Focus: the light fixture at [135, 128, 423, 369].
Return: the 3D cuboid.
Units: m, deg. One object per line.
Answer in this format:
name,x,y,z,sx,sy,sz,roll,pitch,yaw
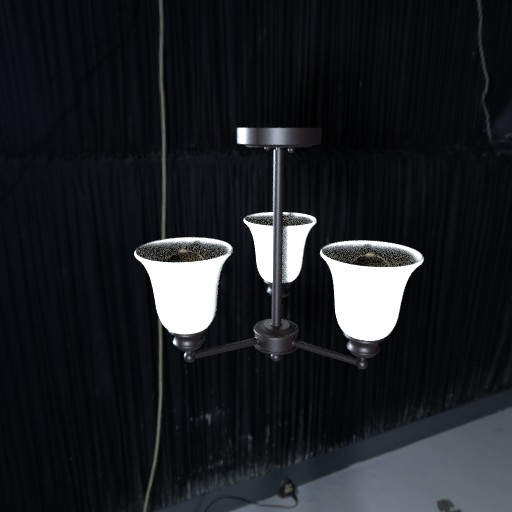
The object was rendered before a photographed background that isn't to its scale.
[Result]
light fixture,0.000,0.000,0.667,0.354,0.370,0.388,-8,18,-25
